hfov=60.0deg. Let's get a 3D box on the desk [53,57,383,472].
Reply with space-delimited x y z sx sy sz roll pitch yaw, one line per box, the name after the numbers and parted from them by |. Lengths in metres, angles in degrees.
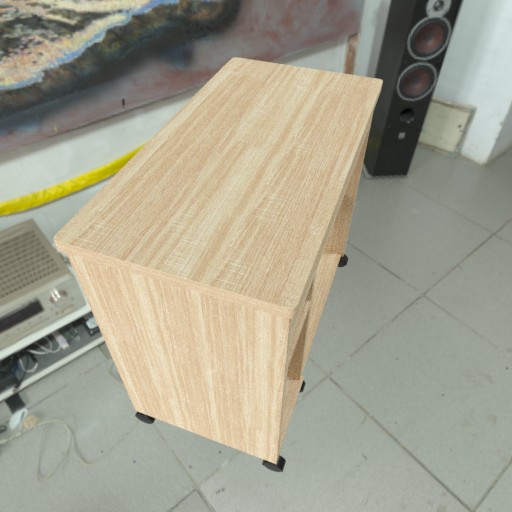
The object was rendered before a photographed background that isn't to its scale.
0.000 0.000 1.321 0.480 0.770 0.884 15 48 14 | desk
